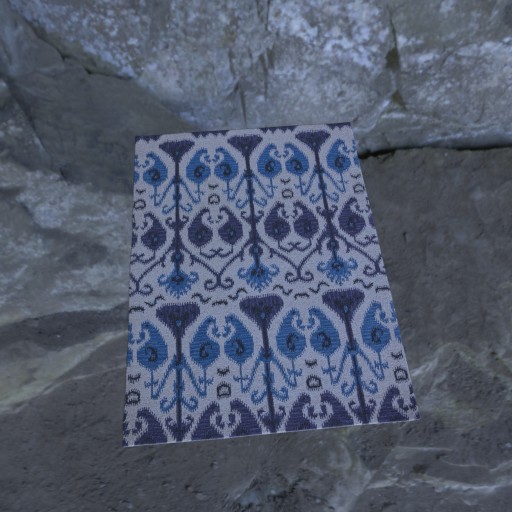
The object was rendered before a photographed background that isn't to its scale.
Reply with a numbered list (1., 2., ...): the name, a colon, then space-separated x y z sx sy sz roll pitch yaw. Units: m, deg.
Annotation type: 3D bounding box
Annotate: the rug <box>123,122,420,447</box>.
1. rug: 0.000 0.000 4.310 2.443 0.024 3.228 -4 64 -2
